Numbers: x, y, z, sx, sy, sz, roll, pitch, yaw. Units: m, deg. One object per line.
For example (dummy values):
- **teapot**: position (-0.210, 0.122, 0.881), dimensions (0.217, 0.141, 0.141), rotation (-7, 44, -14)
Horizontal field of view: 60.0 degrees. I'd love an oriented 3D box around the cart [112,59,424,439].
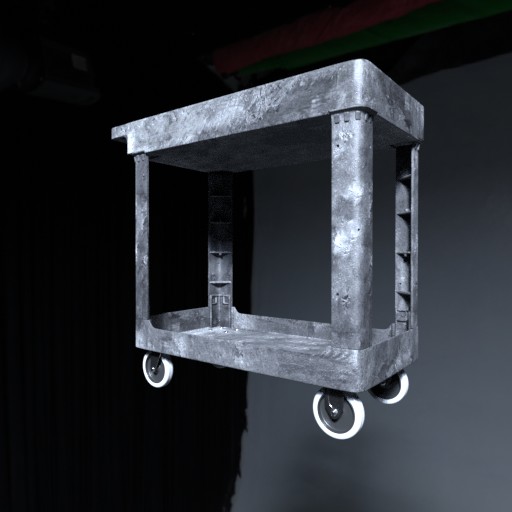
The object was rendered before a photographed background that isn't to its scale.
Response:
- **cart**: position (0.000, 0.000, 1.338), dimensions (0.877, 0.824, 0.420), rotation (0, 1, 37)
